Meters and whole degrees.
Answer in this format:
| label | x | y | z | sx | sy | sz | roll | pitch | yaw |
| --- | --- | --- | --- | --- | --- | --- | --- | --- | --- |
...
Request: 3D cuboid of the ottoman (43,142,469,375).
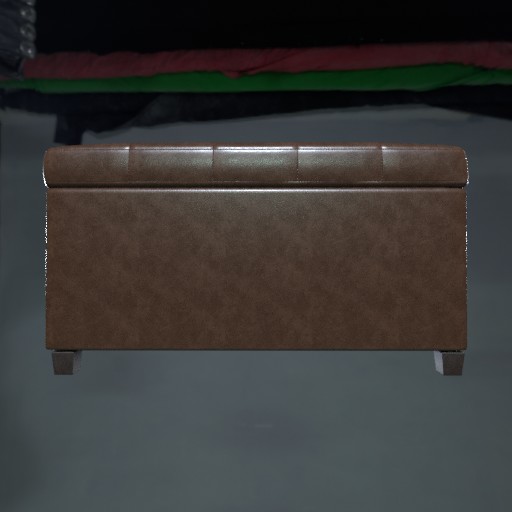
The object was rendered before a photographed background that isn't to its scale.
| label | x | y | z | sx | sy | sz | roll | pitch | yaw |
| --- | --- | --- | --- | --- | --- | --- | --- | --- | --- |
| ottoman | 0.000 | 0.000 | 1.071 | 0.838 | 0.470 | 0.432 | 0 | 0 | 0 |
